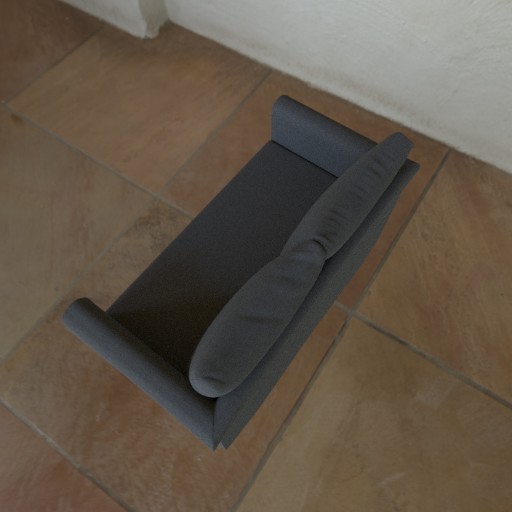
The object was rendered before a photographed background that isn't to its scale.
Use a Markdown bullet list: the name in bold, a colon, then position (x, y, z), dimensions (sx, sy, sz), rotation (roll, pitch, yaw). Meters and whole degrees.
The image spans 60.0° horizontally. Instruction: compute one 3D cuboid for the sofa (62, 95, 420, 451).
- **sofa**: position (0.000, 0.000, 1.965), dimensions (0.741, 0.872, 1.460), rotation (34, 68, 16)
